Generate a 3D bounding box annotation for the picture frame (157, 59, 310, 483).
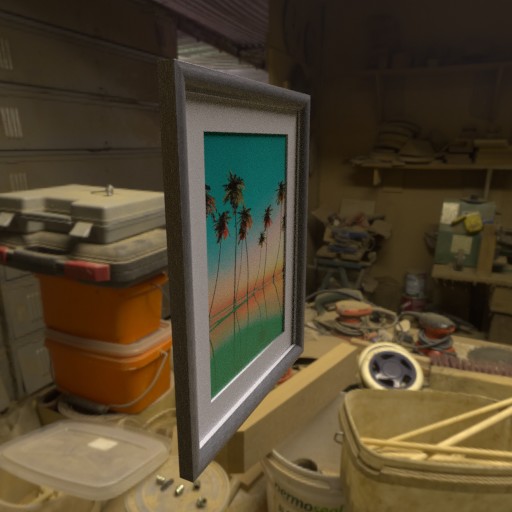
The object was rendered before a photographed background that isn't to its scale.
[{"bbox_3d":[0.000,0.000,0.763,0.029,0.559,0.454,7,16,25],"label":"picture frame"}]
